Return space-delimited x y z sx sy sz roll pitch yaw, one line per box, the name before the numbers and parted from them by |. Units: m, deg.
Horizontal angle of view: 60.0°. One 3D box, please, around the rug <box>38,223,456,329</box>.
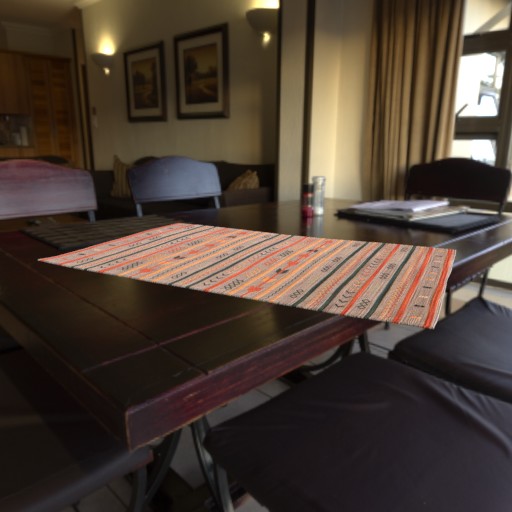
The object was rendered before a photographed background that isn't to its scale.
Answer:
rug | 0.000 0.000 3.035 2.439 0.029 1.537 7 16 26
